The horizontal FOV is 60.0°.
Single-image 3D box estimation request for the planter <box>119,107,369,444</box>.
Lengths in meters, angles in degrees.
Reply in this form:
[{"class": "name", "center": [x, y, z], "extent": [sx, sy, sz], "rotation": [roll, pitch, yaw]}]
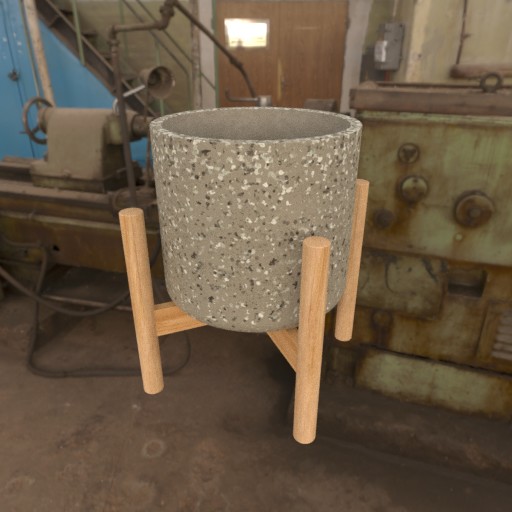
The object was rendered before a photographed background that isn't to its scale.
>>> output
[{"class": "planter", "center": [0.000, 0.000, 0.543], "extent": [0.284, 0.320, 0.284], "rotation": [0, 26, 0]}]
